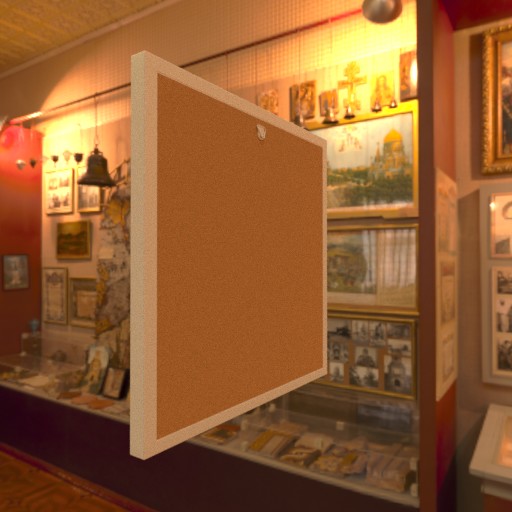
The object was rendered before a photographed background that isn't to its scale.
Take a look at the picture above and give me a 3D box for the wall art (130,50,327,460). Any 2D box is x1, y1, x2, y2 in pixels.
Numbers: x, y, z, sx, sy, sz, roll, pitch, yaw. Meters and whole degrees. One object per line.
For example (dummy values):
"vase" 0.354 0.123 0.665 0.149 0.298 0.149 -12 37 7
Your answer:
"wall art" 0.000 0.000 1.142 0.050 0.762 0.761 0 -1 35
